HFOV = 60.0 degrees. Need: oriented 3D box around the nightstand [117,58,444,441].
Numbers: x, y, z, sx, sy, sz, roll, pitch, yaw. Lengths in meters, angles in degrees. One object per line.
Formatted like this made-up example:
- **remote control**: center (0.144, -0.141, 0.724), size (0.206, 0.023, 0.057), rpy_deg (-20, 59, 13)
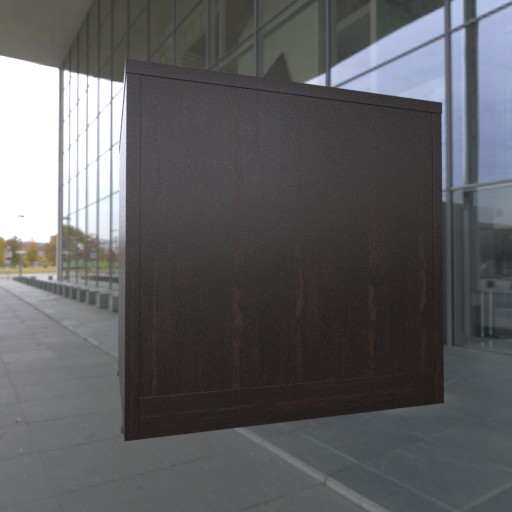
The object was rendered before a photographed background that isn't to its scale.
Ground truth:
- **nightstand**: center (0.000, 0.000, 0.832), size (0.489, 0.487, 0.427), rpy_deg (0, -1, -18)
